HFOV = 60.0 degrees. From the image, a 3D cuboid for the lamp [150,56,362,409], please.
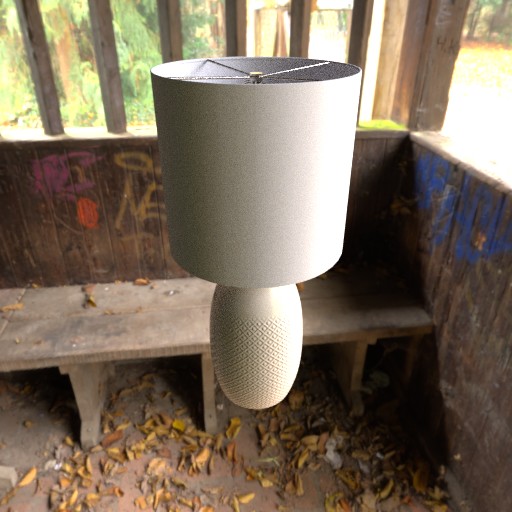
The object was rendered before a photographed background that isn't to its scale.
[{"bbox_3d":[0.000,0.000,0.575,0.217,0.453,0.217,-20,35,-31],"label":"lamp"}]
